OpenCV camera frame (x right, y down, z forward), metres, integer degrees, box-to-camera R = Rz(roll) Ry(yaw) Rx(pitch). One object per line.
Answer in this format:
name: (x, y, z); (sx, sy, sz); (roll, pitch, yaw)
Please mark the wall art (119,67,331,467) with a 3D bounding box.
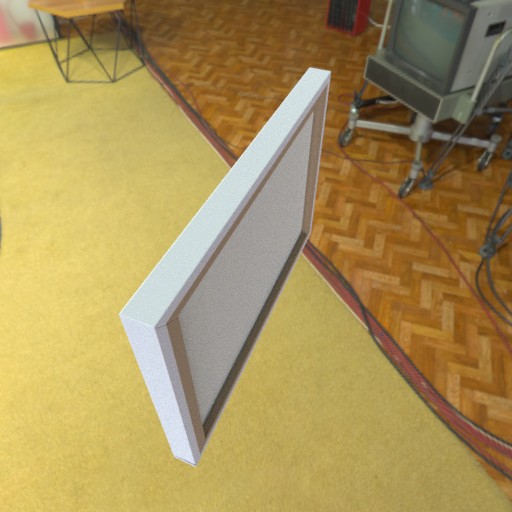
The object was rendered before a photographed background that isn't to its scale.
wall art: (0.000, 0.000, 0.782); (0.042, 0.414, 0.608); (17, 50, 15)
